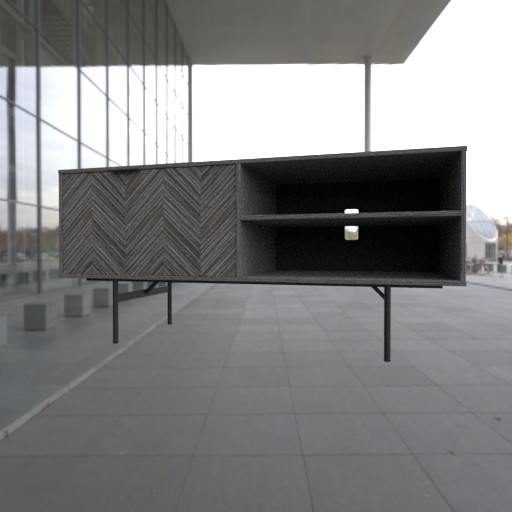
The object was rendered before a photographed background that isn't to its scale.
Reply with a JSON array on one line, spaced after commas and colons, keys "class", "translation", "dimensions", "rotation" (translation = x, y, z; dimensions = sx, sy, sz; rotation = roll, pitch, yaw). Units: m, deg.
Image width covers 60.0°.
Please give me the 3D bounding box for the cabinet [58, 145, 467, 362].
[{"class": "cabinet", "translation": [0.000, 0.000, 1.579], "dimensions": [1.300, 0.599, 0.500], "rotation": [0, 1, 16]}]
